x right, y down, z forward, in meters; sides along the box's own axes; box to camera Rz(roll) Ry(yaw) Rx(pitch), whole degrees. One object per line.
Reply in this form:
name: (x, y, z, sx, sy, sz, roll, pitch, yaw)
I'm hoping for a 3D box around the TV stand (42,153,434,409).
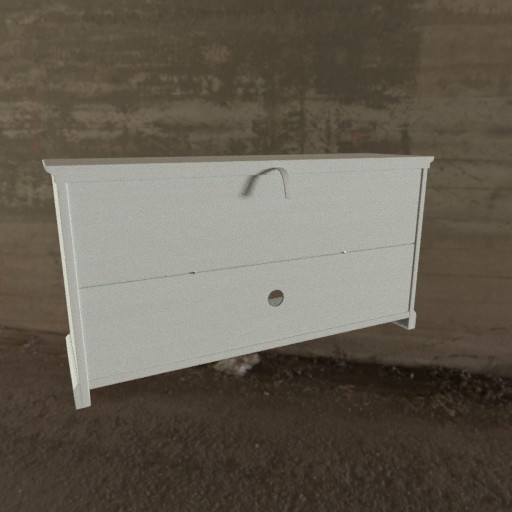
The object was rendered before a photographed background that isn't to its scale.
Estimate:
TV stand: (0.000, 0.000, 1.445, 1.187, 0.624, 0.424, -7, 17, -25)
